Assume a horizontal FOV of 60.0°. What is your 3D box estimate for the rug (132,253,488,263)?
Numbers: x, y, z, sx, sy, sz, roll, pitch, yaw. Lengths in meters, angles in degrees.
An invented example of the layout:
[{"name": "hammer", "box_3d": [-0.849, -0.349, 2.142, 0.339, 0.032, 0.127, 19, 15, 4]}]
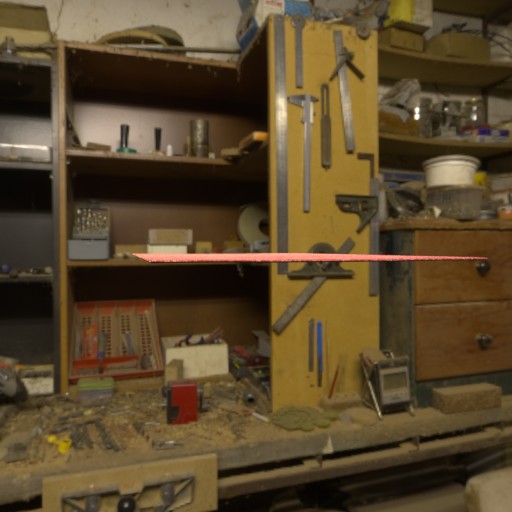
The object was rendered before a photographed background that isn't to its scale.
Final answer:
[{"name": "rug", "box_3d": [0.000, 0.000, 2.193, 1.139, 0.011, 1.747, 0, 1, -17]}]
